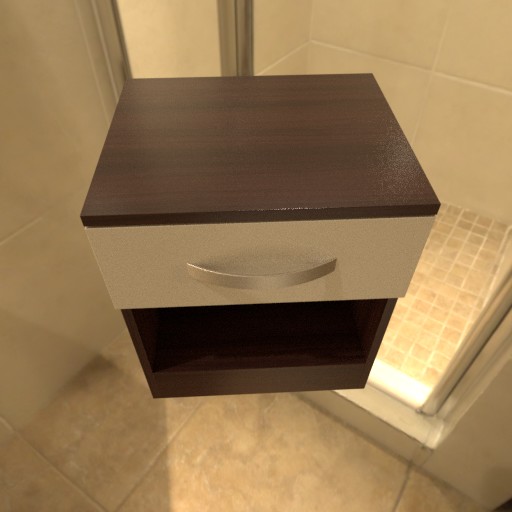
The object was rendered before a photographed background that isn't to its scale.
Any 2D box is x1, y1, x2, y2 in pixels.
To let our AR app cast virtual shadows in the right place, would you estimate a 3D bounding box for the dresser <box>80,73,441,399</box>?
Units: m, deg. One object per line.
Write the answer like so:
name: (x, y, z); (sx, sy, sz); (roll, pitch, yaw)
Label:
dresser: (0.000, 0.000, 0.765); (0.400, 0.470, 0.360); (-2, 47, -2)
